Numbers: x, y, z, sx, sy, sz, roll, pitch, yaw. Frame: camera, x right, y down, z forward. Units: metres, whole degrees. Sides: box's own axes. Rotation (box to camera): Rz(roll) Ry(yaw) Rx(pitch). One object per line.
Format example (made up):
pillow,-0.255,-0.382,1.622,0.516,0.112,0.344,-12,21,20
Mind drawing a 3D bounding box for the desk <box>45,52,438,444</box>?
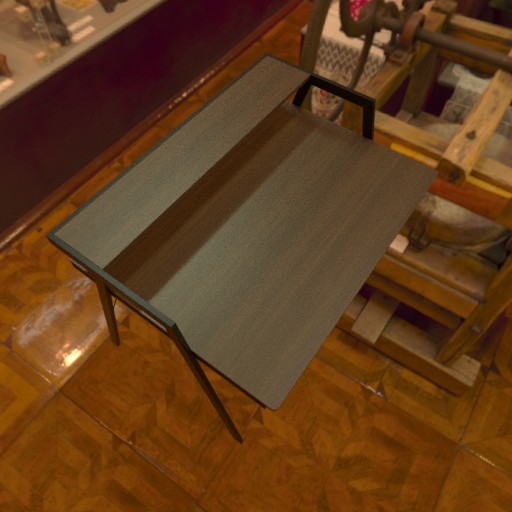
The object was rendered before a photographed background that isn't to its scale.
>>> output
desk,0.000,0.000,1.879,0.936,0.998,1.143,32,63,19
